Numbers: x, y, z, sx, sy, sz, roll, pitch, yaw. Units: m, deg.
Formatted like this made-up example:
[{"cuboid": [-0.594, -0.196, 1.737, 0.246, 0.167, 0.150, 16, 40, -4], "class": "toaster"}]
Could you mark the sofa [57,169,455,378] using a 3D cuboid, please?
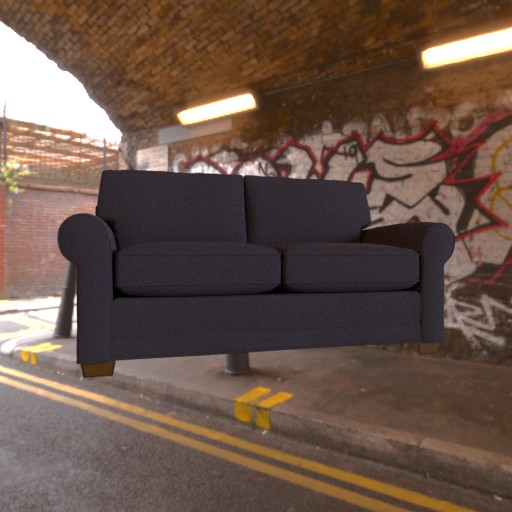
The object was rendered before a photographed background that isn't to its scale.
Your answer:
[{"cuboid": [0.000, 0.000, 2.523, 2.009, 1.031, 0.951, 0, 0, -16], "class": "sofa"}]
